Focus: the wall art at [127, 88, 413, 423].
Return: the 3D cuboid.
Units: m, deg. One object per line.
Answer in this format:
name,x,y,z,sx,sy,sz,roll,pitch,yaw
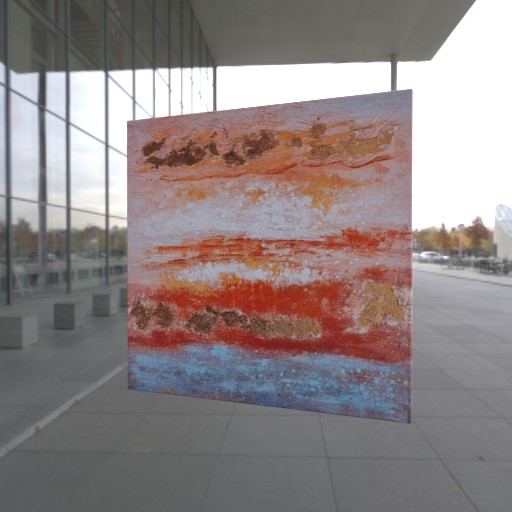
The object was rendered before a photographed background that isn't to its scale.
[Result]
wall art,0.000,0.000,1.123,0.747,0.747,0.035,0,1,19
